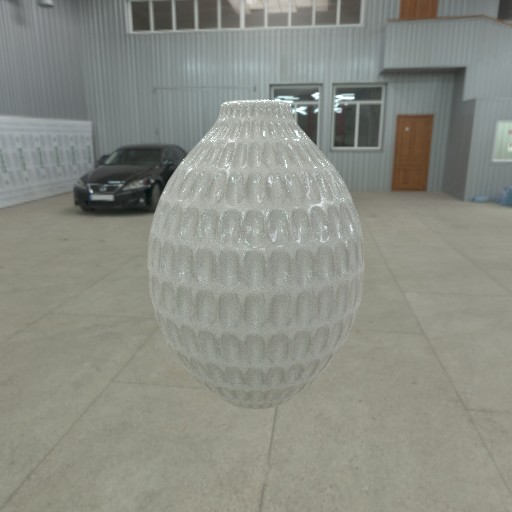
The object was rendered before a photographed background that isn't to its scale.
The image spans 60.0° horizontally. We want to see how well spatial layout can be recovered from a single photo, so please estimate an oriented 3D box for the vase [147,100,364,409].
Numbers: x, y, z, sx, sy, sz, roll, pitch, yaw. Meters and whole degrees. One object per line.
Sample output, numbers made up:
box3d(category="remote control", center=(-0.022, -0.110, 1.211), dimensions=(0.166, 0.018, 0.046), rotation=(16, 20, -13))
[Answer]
box3d(category="vase", center=(0.000, 0.000, 0.339), dimensions=(0.162, 0.223, 0.162), rotation=(0, 15, 0))
